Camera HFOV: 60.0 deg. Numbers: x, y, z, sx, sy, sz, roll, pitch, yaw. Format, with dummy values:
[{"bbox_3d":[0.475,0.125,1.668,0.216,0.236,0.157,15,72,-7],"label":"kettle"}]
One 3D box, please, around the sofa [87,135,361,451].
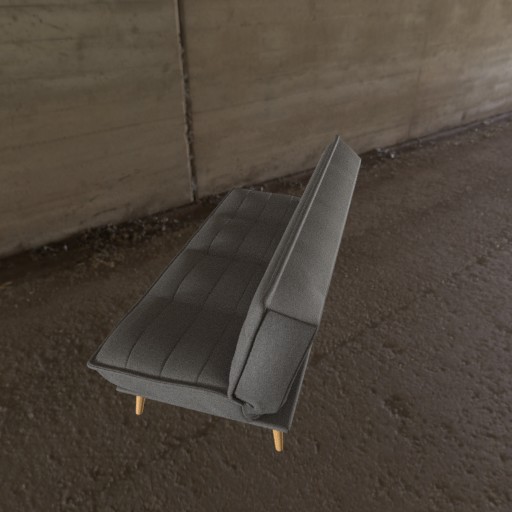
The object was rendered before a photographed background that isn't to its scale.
[{"bbox_3d":[0.000,0.000,2.514,0.950,0.890,1.940,9,33,14],"label":"sofa"}]
